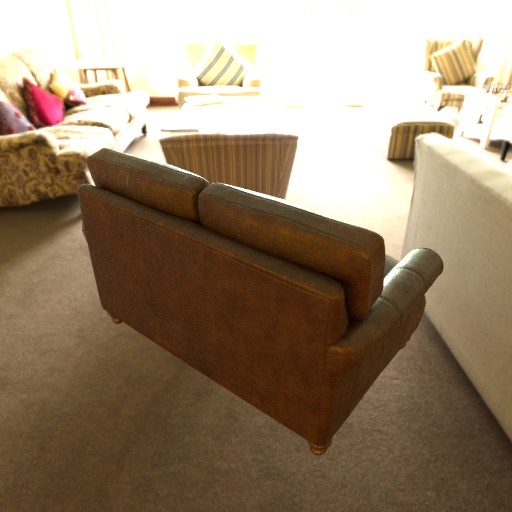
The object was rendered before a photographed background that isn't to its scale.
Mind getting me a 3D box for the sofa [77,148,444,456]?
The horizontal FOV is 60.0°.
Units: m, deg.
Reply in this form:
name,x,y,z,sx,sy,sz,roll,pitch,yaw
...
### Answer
name,x,y,z,sx,sy,sz,roll,pitch,yaw
sofa,0.000,0.000,2.213,1.616,0.976,0.990,22,37,33
